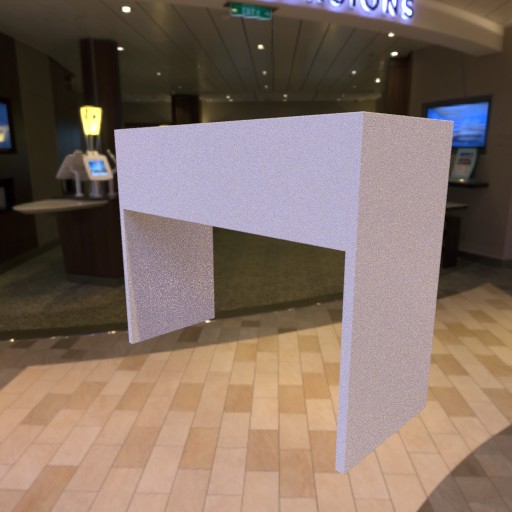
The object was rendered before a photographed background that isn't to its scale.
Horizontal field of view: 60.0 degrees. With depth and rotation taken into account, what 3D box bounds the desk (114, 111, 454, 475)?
[{"bbox_3d":[0.000,0.000,1.405,0.400,0.790,1.000,-12,18,-42],"label":"desk"}]
